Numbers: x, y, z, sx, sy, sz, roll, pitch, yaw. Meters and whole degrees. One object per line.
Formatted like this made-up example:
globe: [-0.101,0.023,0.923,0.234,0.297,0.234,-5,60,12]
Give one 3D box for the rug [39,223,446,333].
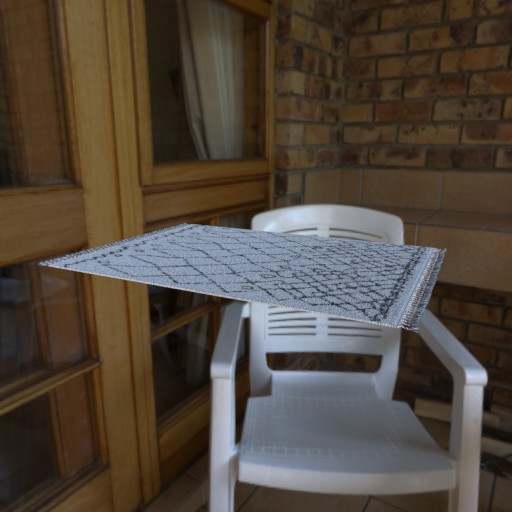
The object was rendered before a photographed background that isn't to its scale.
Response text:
rug: [0.000,0.000,3.038,2.312,0.017,1.613,7,16,26]
